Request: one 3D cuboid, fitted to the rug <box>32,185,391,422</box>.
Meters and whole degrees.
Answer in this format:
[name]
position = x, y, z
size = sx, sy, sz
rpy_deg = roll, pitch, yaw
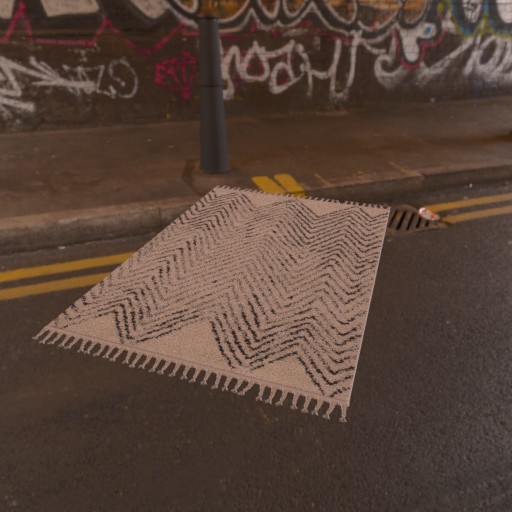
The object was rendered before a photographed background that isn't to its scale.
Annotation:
[rug]
position = 0.000, 0.000, 2.304
size = 1.230, 0.014, 1.847
rpy_deg = 10, 31, 17
